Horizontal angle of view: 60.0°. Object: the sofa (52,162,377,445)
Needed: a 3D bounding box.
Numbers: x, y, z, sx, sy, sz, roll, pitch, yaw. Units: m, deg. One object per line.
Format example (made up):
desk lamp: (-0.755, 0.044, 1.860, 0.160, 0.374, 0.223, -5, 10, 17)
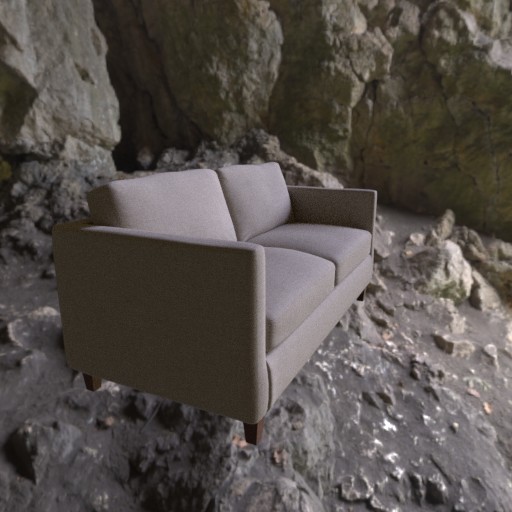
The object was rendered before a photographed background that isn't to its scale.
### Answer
sofa: (0.000, 0.000, 2.439, 0.951, 0.947, 1.884, 7, 16, 25)
